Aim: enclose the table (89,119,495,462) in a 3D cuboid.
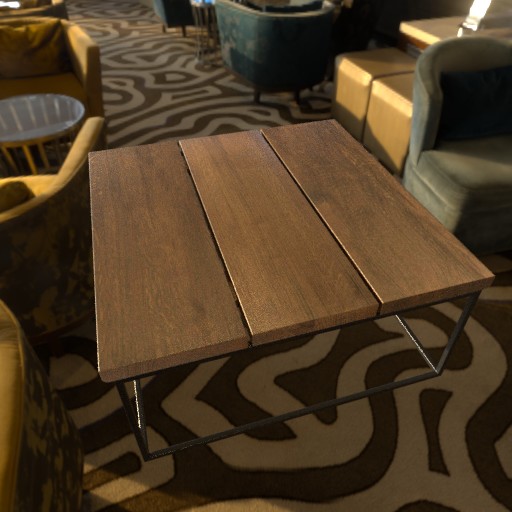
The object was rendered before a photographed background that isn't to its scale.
[{"bbox_3d":[0.000,0.000,1.396,0.900,0.400,0.900,-11,43,-13],"label":"table"}]
